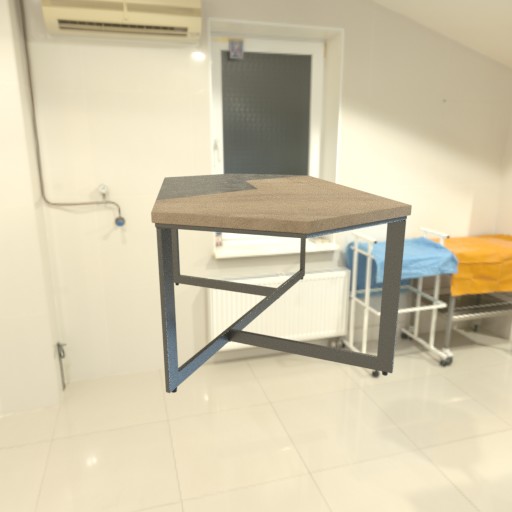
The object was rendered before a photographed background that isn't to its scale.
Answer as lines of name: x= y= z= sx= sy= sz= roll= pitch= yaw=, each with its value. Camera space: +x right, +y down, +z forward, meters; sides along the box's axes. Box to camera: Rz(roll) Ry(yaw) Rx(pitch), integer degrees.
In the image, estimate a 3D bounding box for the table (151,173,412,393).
table: x=0.000 y=0.000 z=1.492 sx=0.609 sy=0.457 sz=1.219 roll=-2 pitch=15 yaw=-9
